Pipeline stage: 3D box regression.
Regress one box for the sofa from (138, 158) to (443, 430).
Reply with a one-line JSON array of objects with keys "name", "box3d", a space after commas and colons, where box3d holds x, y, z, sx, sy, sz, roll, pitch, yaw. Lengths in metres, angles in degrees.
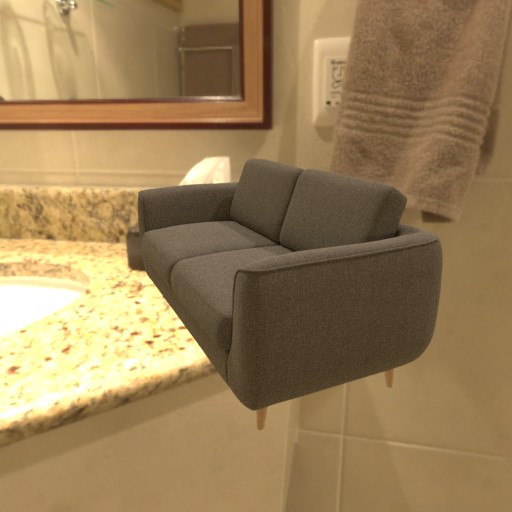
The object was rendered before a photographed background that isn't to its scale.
[{"name": "sofa", "box3d": [0.000, 0.000, 2.251, 0.920, 0.870, 1.700, -8, 19, -24]}]
